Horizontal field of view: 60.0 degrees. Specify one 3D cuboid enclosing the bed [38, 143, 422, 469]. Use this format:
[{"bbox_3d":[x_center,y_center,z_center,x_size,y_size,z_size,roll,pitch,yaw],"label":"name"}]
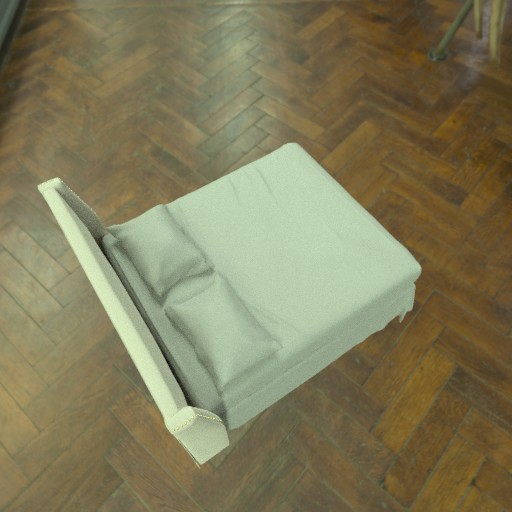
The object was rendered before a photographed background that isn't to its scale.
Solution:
[{"bbox_3d":[0.000,0.000,3.418,2.276,1.332,1.925,-30,63,-17],"label":"bed"}]
